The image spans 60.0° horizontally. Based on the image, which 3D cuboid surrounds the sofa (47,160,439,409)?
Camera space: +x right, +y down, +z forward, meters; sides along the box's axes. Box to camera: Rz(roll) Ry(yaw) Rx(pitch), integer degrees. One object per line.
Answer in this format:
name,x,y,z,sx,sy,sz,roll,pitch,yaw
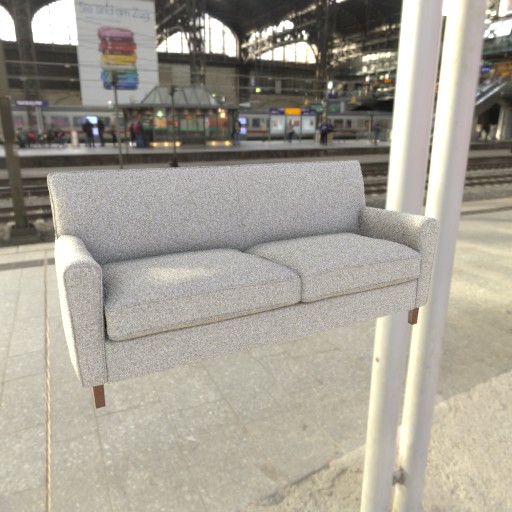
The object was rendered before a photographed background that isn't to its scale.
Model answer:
sofa,0.000,0.000,2.472,2.026,0.942,0.854,-8,18,-26
